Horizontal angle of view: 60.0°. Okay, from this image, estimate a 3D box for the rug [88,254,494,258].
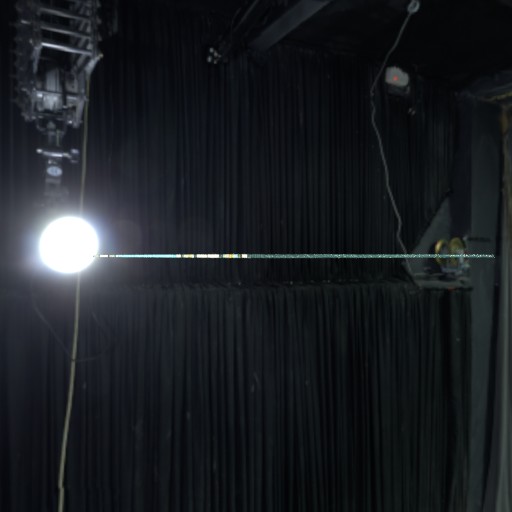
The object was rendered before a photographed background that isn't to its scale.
[{"bbox_3d":[0.000,0.000,2.286,1.212,0.010,1.811,0,0,-35],"label":"rug"}]
